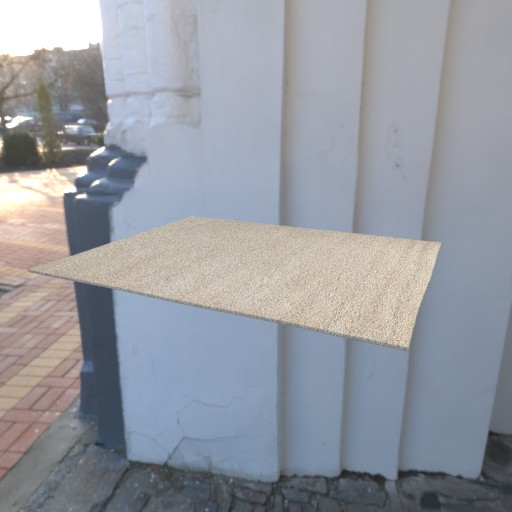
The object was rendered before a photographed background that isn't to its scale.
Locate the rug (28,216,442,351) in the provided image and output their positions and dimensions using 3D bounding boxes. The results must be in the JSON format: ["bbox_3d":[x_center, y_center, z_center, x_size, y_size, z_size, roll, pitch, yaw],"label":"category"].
[{"bbox_3d":[0.000,0.000,4.050,3.000,0.026,2.400,8,19,25],"label":"rug"}]
